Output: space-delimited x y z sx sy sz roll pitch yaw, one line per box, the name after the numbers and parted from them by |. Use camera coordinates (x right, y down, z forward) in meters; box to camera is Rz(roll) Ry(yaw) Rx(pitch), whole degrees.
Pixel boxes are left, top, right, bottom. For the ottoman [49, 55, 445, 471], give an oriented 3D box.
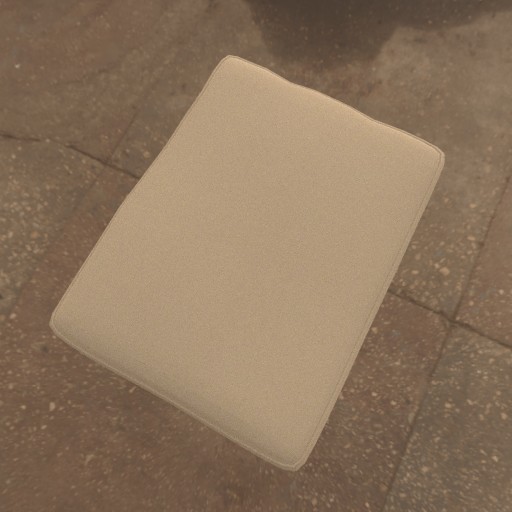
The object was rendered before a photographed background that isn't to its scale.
0.000 0.000 1.177 0.634 0.485 0.818 27 76 8 | ottoman
